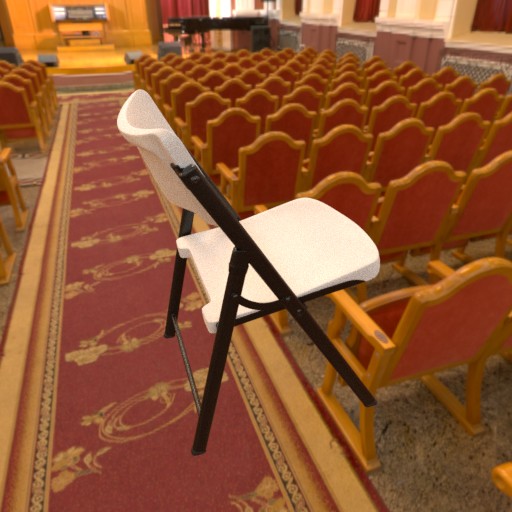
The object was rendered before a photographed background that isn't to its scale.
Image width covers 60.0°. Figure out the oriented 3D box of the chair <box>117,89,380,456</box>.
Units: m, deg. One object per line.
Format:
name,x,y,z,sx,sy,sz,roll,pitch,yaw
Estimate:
chair,0.000,0.000,1.127,0.577,0.765,0.482,-9,31,-16
